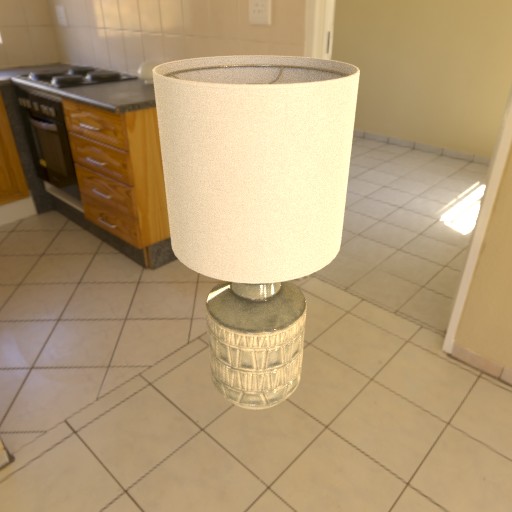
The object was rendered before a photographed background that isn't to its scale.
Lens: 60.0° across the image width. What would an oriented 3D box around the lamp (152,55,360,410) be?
[{"bbox_3d":[0.000,0.000,0.575,0.211,0.455,0.211,18,35,28],"label":"lamp"}]
